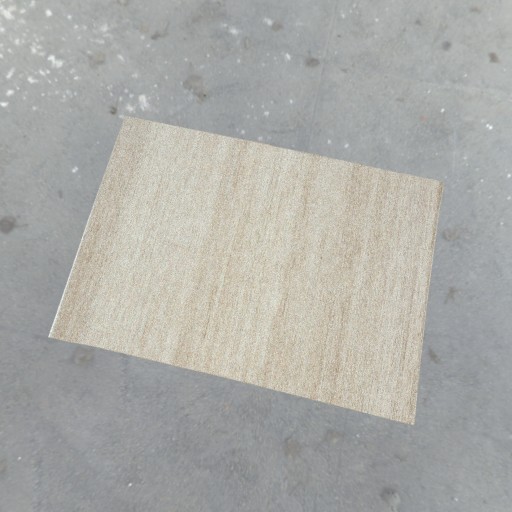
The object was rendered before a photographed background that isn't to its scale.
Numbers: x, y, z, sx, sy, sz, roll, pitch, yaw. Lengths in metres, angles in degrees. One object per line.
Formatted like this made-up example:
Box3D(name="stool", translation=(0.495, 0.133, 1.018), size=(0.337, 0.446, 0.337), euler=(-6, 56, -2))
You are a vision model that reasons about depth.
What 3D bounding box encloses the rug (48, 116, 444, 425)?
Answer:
Box3D(name="rug", translation=(0.000, 0.000, 2.876), size=(2.283, 0.030, 1.596), euler=(13, 76, 3))
